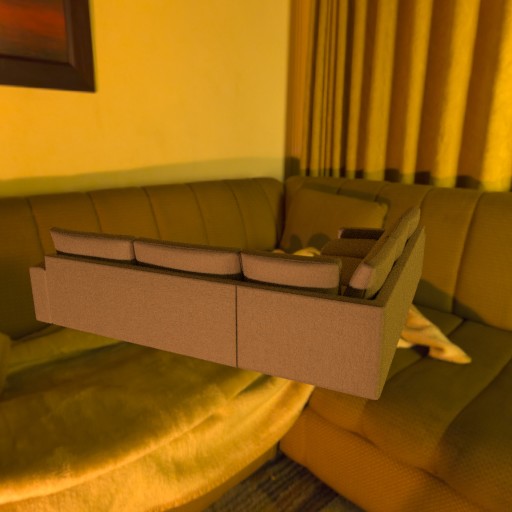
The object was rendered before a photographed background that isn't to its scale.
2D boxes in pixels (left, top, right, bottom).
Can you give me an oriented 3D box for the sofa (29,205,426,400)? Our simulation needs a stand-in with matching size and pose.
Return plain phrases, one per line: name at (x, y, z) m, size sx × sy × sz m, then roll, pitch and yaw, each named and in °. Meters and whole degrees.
sofa at (0.000, 0.000, 4.107) m, size 2.742 × 0.800 × 2.622 m, roll 7°, pitch 17°, yaw 24°
